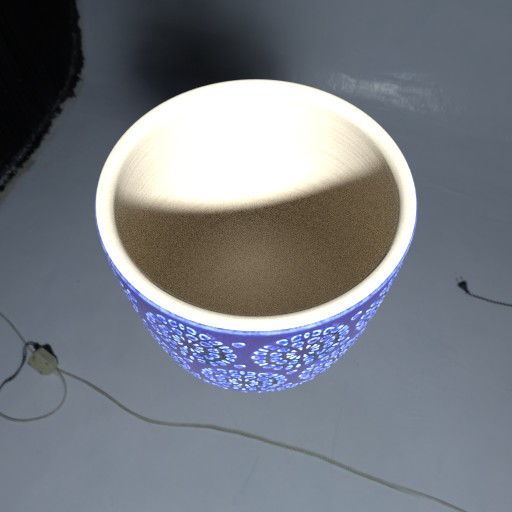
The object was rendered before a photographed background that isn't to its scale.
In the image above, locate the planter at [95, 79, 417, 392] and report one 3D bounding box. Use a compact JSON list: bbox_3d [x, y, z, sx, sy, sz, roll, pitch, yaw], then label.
[{"bbox_3d":[0.000,0.000,0.290,0.165,0.149,0.165,0,59,0],"label":"planter"}]
